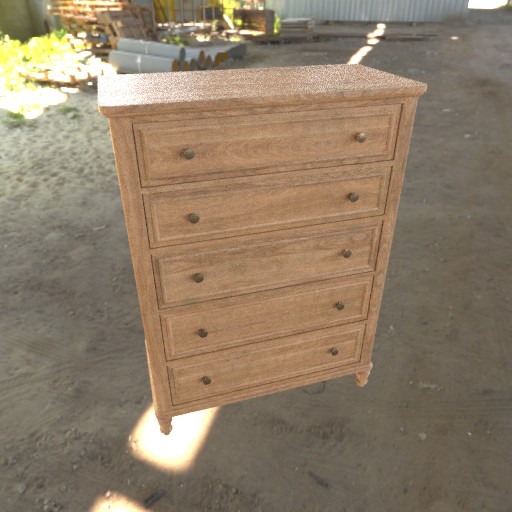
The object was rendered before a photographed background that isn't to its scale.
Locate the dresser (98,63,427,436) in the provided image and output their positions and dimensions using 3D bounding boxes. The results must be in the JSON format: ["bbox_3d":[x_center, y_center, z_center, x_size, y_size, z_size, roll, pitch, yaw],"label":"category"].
[{"bbox_3d":[0.000,0.000,1.765,0.973,1.318,0.484,-9,32,-15],"label":"dresser"}]
